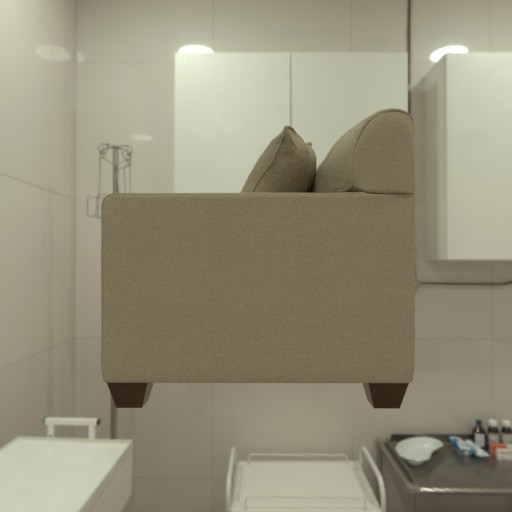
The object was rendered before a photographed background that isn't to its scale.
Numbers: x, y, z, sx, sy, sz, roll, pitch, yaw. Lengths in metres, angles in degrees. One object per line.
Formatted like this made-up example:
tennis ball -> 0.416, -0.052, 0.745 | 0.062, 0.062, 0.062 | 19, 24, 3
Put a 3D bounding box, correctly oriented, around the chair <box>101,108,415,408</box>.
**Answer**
chair -> 0.000, 0.000, 2.009 | 1.000, 0.948, 1.383 | 0, -1, 0
